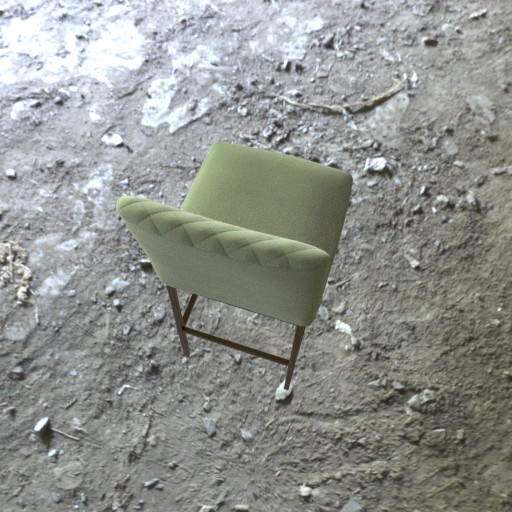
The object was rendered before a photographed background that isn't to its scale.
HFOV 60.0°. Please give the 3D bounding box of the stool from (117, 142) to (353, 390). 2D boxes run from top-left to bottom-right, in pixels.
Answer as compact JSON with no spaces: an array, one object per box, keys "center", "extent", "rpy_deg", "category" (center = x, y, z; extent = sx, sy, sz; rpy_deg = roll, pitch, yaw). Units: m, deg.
[{"center":[0.000,0.000,1.387],"extent":[0.462,1.084,0.546],"rpy_deg":[16,64,8],"category":"stool"}]
